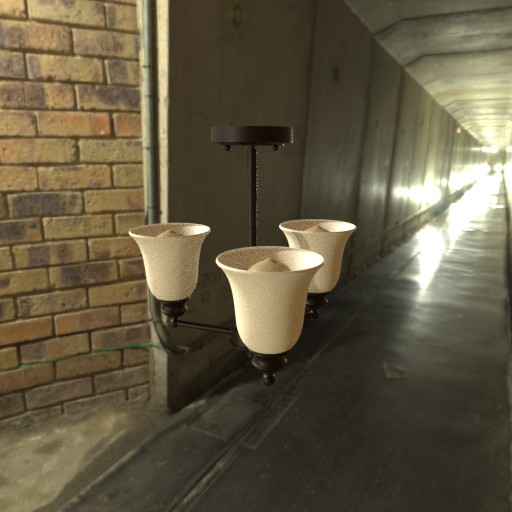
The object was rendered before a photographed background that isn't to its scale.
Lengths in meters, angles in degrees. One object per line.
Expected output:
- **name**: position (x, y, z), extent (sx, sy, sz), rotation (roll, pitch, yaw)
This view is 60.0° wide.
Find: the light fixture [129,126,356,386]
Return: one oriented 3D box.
- **light fixture**: position (0.000, 0.000, 0.660), extent (0.388, 0.370, 0.354), rotation (-2, 14, -9)
